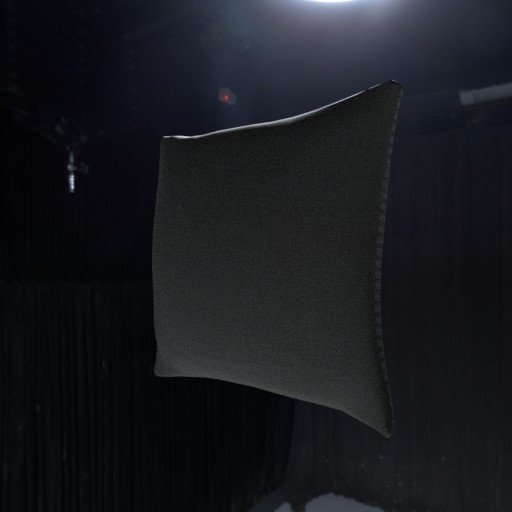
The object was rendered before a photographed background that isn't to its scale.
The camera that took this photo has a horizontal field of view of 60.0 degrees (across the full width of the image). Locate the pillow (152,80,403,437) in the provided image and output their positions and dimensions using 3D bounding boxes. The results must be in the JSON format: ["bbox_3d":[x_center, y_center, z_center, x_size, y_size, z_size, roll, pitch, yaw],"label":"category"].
[{"bbox_3d":[0.000,0.000,0.762,0.496,0.491,0.219,0,0,38],"label":"pillow"}]
